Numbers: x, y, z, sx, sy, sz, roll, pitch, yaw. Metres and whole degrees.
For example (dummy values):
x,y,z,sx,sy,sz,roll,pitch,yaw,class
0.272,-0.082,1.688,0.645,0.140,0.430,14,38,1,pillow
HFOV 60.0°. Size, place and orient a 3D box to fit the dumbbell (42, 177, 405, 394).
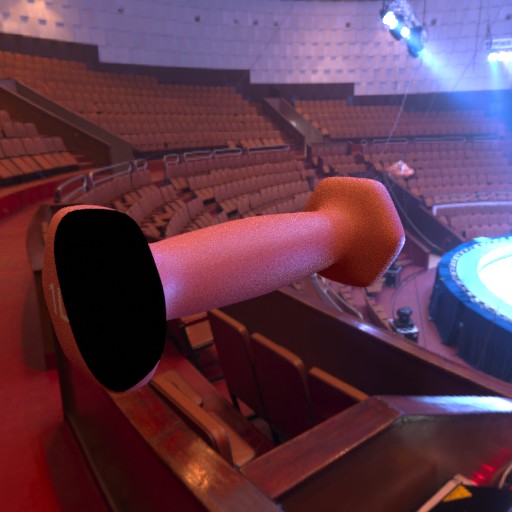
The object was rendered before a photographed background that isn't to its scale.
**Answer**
x,y,z,sx,sy,sz,roll,pitch,yaw,class
0.000,0.000,0.142,0.047,0.043,0.123,15,21,43,dumbbell
